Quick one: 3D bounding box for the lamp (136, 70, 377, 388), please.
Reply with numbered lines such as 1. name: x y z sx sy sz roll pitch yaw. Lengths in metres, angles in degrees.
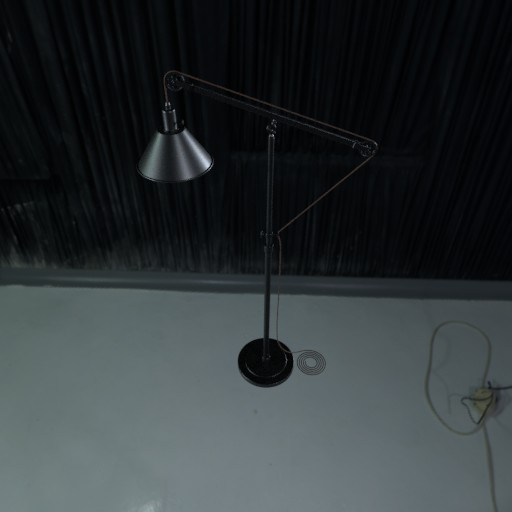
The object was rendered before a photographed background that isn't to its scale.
1. lamp: 0.000 0.000 1.999 0.904 1.626 0.319 0 41 0
